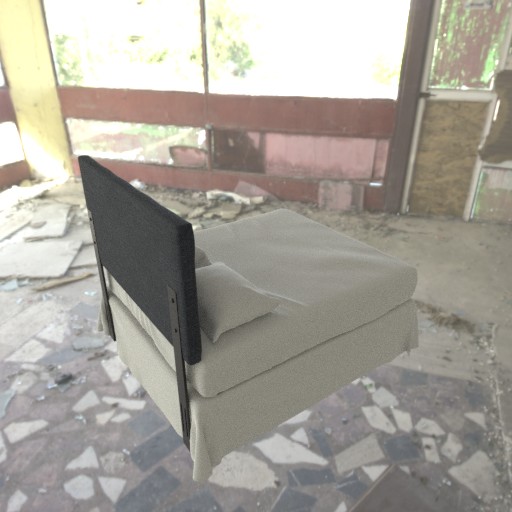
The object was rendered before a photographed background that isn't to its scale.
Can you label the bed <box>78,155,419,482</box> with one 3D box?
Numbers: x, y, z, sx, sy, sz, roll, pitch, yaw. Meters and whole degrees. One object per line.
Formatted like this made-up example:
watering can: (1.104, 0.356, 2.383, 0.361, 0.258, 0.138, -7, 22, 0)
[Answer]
bed: (0.000, 0.000, 3.515, 2.222, 1.577, 1.936, -18, 32, -31)
